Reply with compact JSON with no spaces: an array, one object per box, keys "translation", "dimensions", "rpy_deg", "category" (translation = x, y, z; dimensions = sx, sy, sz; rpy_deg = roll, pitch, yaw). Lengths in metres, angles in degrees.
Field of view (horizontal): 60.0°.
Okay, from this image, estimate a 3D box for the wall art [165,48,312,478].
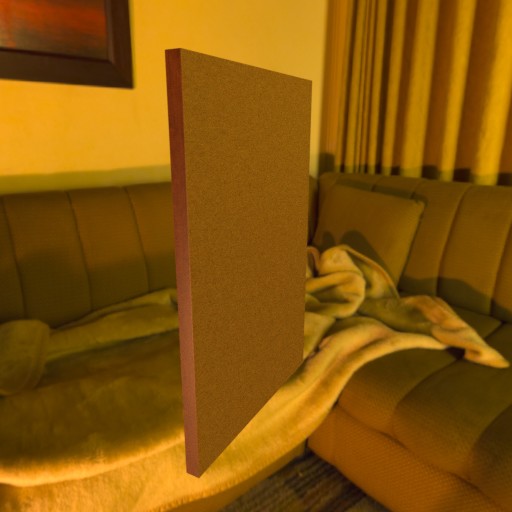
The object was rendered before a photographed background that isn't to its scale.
[{"translation":[0.000,0.000,1.166],"dimensions":[0.037,0.914,0.610],"rpy_deg":[9,18,28],"category":"wall art"}]
